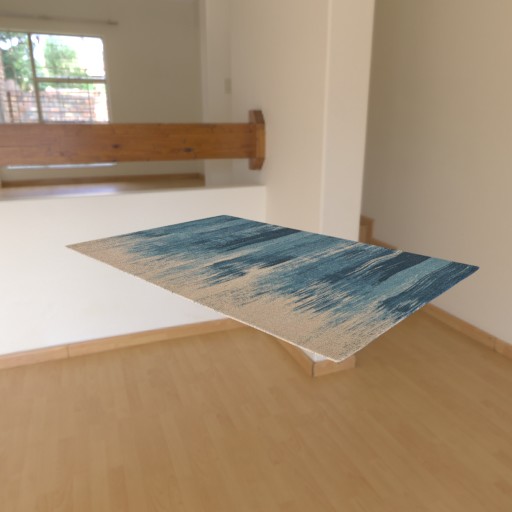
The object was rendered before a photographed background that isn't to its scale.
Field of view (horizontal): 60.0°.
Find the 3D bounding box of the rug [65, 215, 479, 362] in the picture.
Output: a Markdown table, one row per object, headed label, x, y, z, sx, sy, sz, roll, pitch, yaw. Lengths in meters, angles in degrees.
| label | x | y | z | sx | sy | sz | roll | pitch | yaw |
| --- | --- | --- | --- | --- | --- | --- | --- | --- | --- |
| rug | 0.000 | 0.000 | 2.318 | 1.836 | 0.009 | 1.232 | 15 | 23 | 41 |
